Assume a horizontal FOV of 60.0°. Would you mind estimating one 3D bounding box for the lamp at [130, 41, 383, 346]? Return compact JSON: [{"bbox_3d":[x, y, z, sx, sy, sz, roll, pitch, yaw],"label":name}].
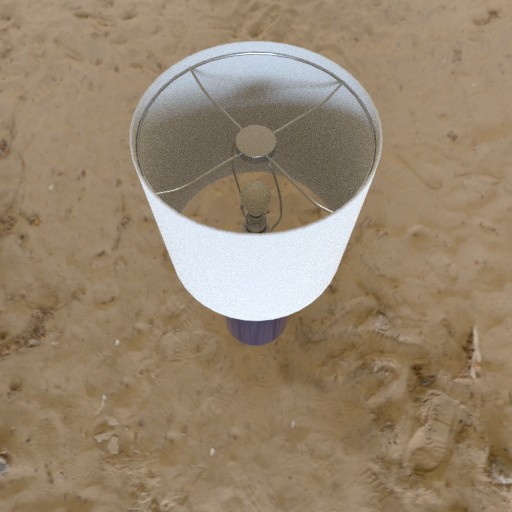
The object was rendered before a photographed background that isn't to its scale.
[{"bbox_3d":[0.000,0.000,0.593,0.212,0.493,0.212,-35,69,-16],"label":"lamp"}]
